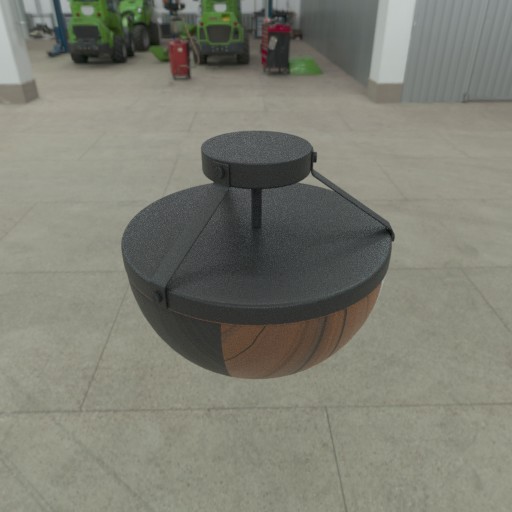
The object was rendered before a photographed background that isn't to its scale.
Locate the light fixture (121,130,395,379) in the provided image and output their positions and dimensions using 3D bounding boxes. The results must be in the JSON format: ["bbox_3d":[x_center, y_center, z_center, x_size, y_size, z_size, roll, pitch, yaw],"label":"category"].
[{"bbox_3d":[0.000,0.000,0.532,0.304,0.269,0.304,0,31,0],"label":"light fixture"}]
